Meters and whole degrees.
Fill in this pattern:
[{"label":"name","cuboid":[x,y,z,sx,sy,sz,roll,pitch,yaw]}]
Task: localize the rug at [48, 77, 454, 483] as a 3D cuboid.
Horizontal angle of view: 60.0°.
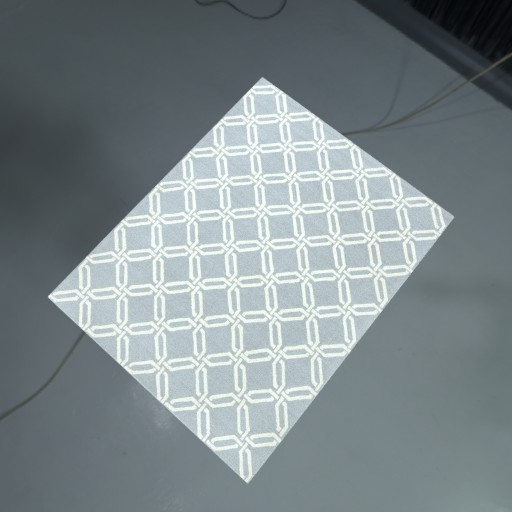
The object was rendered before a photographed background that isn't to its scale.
[{"label":"rug","cuboid":[0.000,0.000,3.939,2.288,0.018,2.895,39,78,10]}]
